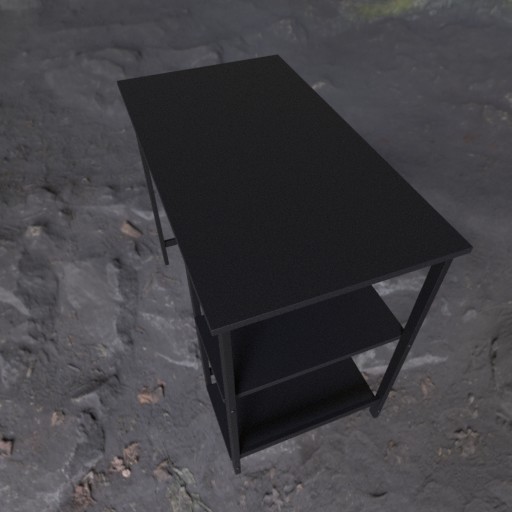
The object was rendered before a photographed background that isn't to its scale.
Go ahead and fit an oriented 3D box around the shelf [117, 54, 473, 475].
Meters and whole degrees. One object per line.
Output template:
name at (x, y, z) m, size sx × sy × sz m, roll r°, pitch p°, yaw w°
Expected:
shelf at (0.000, 0.000, 1.304) m, size 0.498 × 0.749 × 0.902 m, roll -16°, pitch 49°, yaw -14°
